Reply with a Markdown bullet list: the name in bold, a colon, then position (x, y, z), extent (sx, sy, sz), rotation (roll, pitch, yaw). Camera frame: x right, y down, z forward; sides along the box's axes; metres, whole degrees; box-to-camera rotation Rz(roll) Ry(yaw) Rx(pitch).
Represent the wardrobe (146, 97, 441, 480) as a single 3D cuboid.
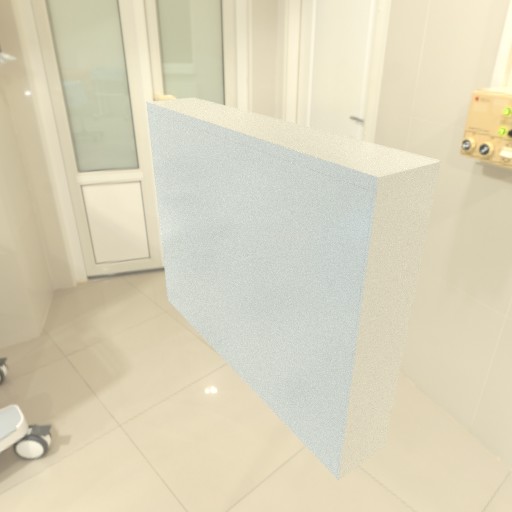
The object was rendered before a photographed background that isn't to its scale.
- **wardrobe**: position (0.000, 0.000, 4.032), extent (0.580, 2.360, 3.000), rotation (-18, 33, -30)
